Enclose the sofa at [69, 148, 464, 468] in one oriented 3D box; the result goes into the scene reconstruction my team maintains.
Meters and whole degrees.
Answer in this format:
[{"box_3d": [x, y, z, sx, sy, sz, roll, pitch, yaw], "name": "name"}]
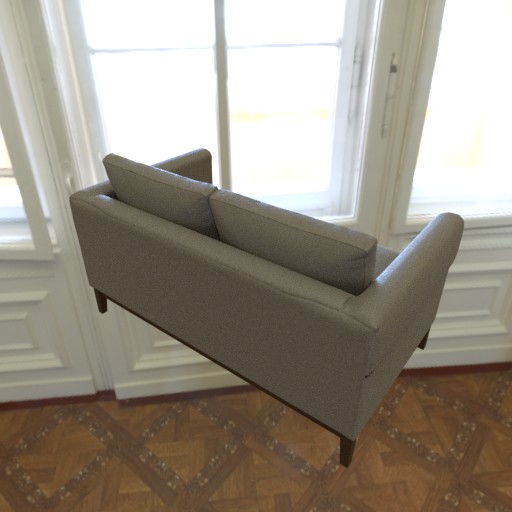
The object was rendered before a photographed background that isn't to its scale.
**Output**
[{"box_3d": [0.000, 0.000, 2.117, 1.598, 0.873, 0.899, 22, 37, 31], "name": "sofa"}]
